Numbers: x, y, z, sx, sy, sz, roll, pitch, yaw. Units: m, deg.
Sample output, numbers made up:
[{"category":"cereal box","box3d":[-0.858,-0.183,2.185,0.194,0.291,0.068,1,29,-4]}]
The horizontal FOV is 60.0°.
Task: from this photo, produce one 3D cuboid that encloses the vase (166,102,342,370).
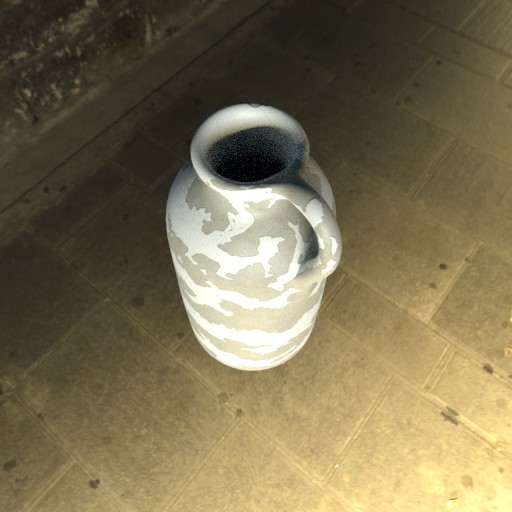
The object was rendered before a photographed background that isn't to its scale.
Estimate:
[{"category":"vase","box3d":[0.000,0.000,0.495,0.186,0.382,0.203,-33,67,-16]}]
